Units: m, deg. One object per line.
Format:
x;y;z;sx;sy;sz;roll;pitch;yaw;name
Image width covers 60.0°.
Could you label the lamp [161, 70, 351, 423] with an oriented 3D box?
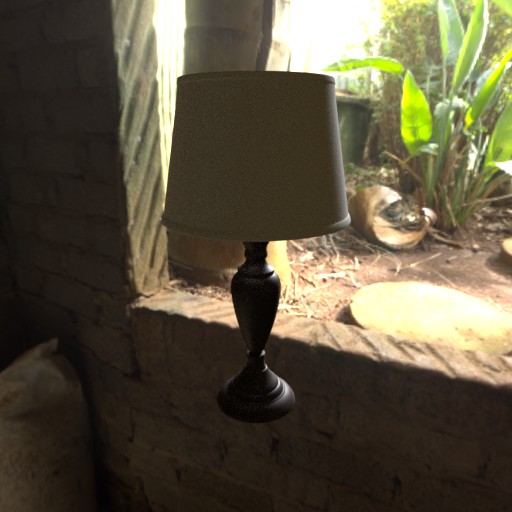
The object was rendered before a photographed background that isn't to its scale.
0.000;0.000;0.820;0.335;0.611;0.335;0;17;0;lamp
